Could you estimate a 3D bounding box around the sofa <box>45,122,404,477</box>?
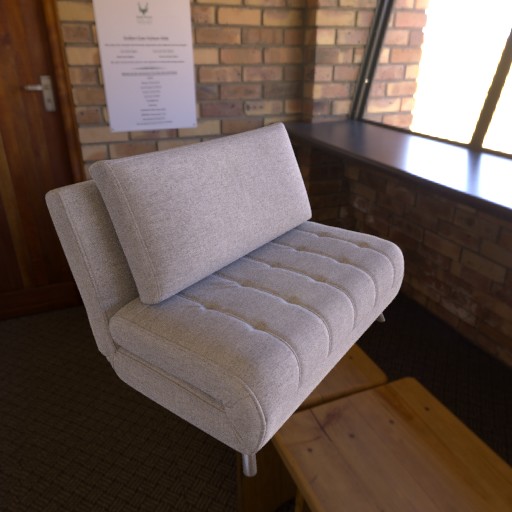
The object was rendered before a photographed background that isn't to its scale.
[{"bbox_3d":[0.000,0.000,1.835,0.910,0.910,1.220,17,30,32],"label":"sofa"}]
